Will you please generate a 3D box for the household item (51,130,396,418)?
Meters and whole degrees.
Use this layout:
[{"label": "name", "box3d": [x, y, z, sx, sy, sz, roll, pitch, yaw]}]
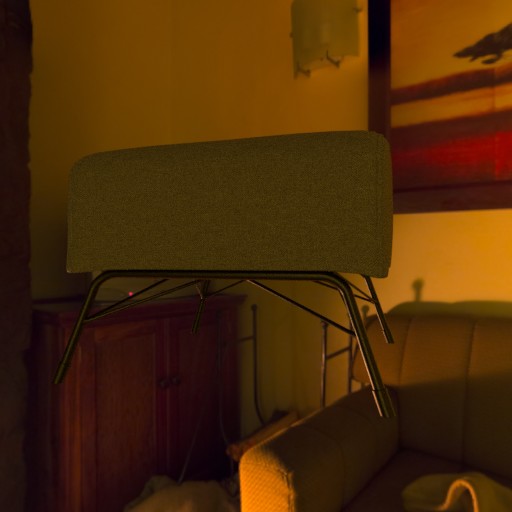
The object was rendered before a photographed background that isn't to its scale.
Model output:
[{"label": "household item", "box3d": [0.000, 0.000, 0.885, 0.530, 0.410, 0.530, 0, 0, 17]}]
